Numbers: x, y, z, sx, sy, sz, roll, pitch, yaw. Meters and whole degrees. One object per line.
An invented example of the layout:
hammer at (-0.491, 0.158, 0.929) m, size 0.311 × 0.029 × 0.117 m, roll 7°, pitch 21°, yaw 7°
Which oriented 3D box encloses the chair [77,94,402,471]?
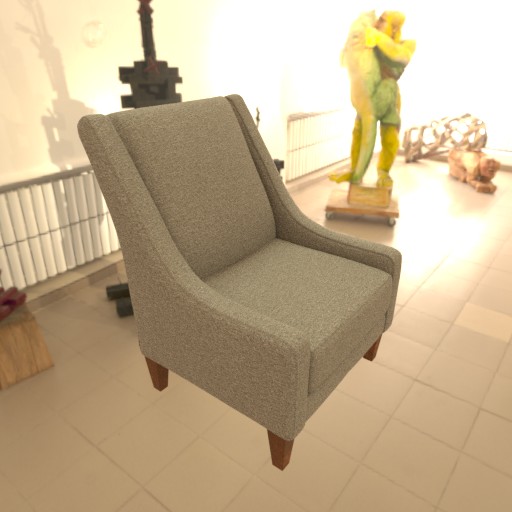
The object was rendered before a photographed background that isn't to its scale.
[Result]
chair at (0.000, 0.000, 1.627) m, size 0.870 × 1.016 × 0.774 m, roll 19°, pitch 32°, yaw 33°
